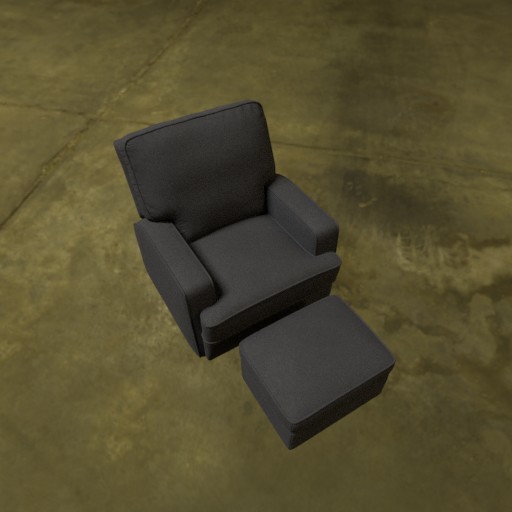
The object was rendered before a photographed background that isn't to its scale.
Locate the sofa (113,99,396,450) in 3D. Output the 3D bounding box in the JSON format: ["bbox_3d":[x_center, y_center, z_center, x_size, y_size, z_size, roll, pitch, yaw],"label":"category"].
[{"bbox_3d":[0.000,0.000,2.121,0.861,0.959,1.472,-24,51,-21],"label":"sofa"}]
